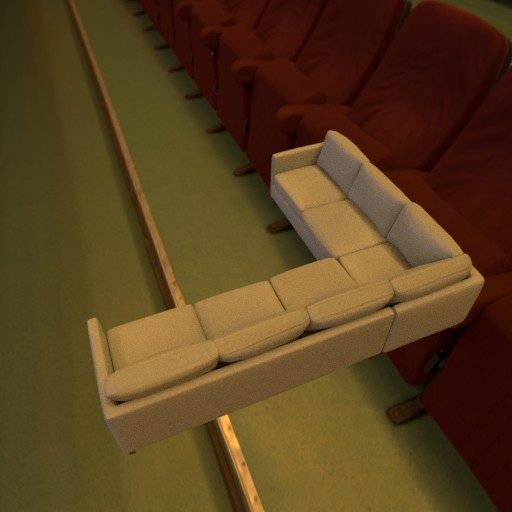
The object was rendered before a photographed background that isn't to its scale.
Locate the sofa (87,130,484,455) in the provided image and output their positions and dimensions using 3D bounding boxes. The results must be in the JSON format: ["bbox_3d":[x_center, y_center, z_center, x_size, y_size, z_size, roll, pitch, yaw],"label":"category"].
[{"bbox_3d":[0.000,0.000,4.392,3.301,0.947,2.592,-17,48,-16],"label":"sofa"}]
